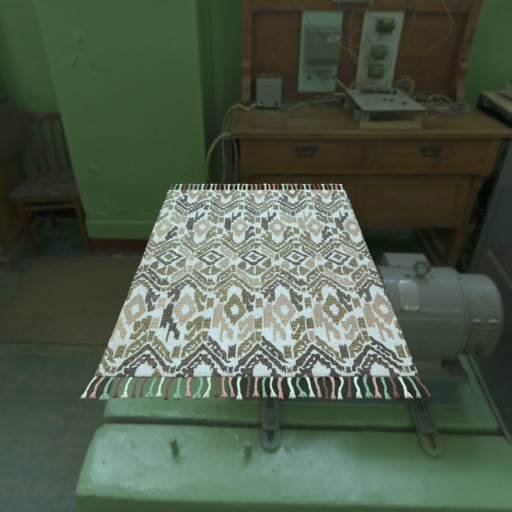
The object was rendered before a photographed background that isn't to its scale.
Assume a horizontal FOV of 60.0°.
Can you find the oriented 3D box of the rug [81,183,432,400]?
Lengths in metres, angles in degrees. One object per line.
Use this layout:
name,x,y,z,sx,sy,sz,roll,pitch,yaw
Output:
rug,0.000,0.000,2.296,1.219,0.008,1.829,0,33,0
